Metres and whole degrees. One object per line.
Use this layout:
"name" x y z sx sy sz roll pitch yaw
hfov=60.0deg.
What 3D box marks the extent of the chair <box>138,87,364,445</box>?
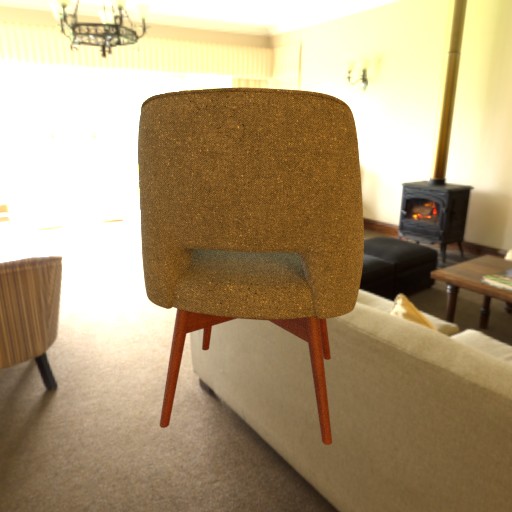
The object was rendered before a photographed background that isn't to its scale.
"chair" 0.000 0.000 1.289 0.608 0.875 0.629 3 17 8
